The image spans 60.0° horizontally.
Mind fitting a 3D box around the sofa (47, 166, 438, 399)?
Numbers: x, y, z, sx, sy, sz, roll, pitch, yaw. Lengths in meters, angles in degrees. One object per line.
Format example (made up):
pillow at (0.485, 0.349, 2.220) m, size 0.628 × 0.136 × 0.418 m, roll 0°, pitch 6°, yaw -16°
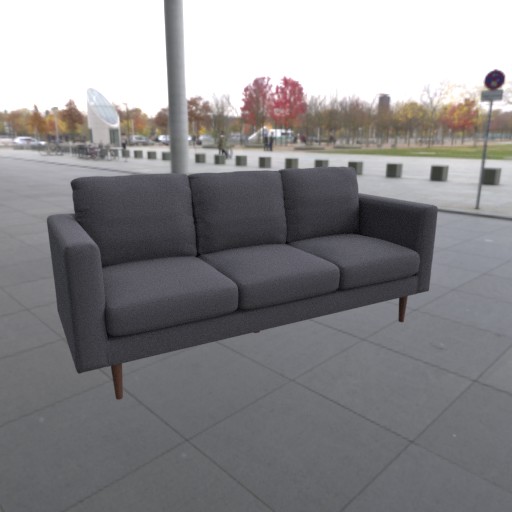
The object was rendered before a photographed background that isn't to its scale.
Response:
sofa at (0.000, 0.000, 2.473) m, size 2.029 × 0.912 × 0.802 m, roll -8°, pitch 17°, yaw -28°
